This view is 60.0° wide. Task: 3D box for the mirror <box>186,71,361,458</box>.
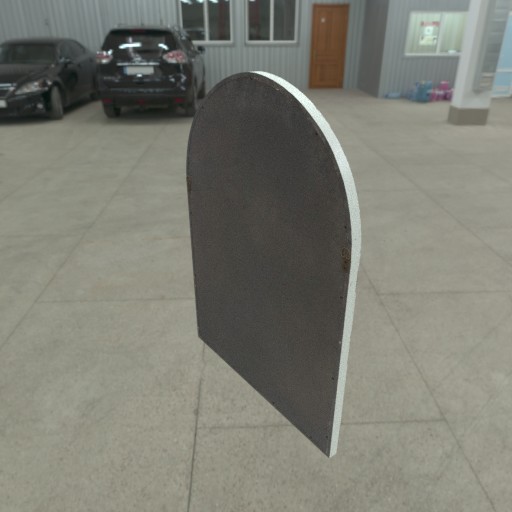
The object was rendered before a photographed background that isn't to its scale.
[{"bbox_3d":[0.000,0.000,1.195,0.032,0.920,0.660,-19,33,-33],"label":"mirror"}]
